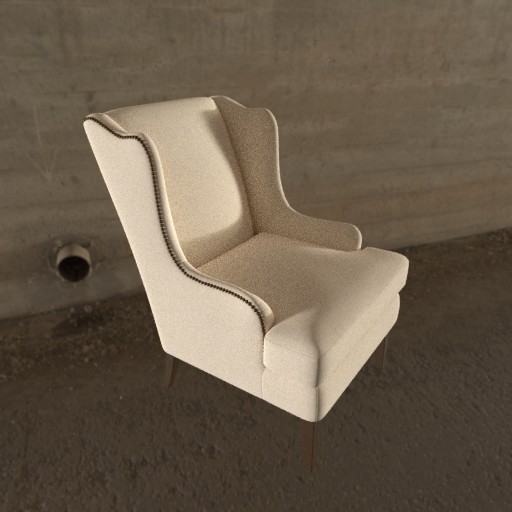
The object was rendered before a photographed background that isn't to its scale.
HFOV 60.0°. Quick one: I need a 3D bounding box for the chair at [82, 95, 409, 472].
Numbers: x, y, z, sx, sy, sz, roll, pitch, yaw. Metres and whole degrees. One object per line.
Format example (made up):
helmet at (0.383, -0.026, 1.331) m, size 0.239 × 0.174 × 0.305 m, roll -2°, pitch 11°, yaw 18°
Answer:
chair at (0.000, 0.000, 1.637) m, size 0.940 × 1.029 × 0.737 m, roll 18°, pitch 31°, yaw 32°
